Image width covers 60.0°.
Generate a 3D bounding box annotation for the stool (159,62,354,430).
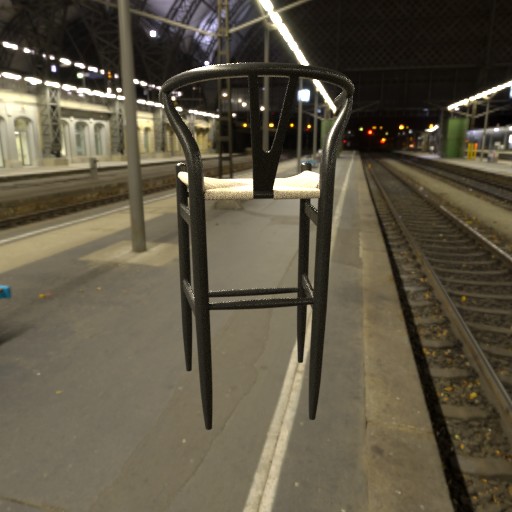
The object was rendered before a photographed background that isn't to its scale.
[{"bbox_3d":[0.000,0.000,1.433,0.569,1.072,0.579,-2,14,-9],"label":"stool"}]
